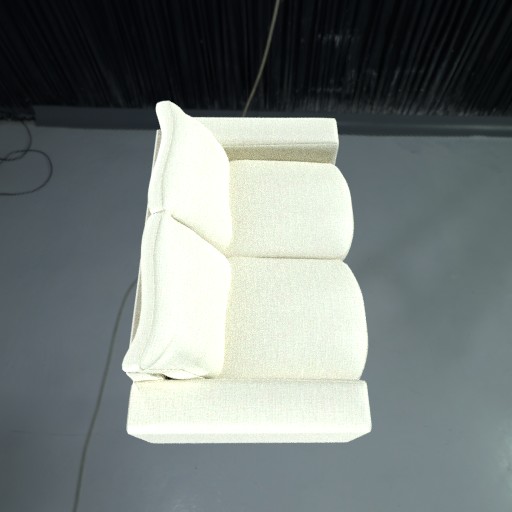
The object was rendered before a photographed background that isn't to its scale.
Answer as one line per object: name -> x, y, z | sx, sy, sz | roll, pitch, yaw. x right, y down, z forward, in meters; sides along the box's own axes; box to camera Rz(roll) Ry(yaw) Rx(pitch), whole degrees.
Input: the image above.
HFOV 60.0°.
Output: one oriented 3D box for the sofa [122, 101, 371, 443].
sofa -> 0.000, 0.000, 2.327 | 1.091, 0.875, 1.754 | 0, 63, 0
